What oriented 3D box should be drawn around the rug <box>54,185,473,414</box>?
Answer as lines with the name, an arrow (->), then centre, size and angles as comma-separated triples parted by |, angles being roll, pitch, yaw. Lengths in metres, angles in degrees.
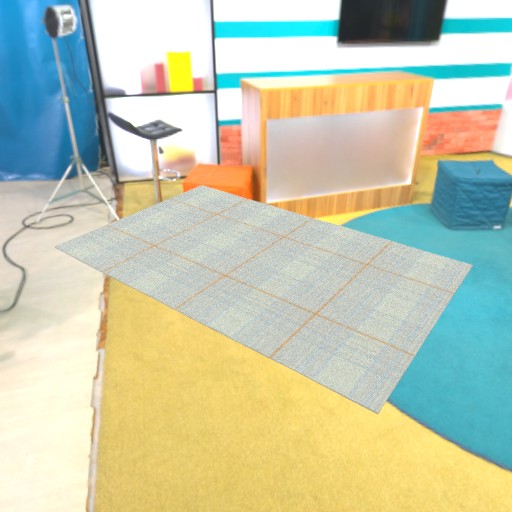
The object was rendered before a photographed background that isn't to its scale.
rug -> 0.000, 0.000, 3.038 | 2.442, 0.016, 1.527 | 21, 36, 32
